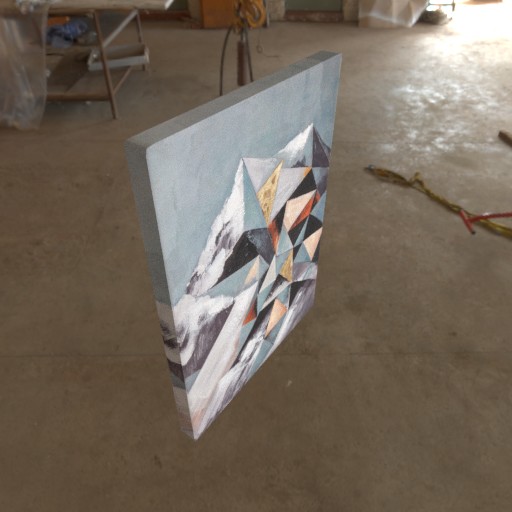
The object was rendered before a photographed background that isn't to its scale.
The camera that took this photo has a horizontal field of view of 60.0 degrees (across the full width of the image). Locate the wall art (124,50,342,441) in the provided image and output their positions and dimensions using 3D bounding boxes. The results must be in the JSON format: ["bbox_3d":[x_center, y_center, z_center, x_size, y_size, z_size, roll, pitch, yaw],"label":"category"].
[{"bbox_3d":[0.000,0.000,0.816,0.037,0.613,0.455,25,45,27],"label":"wall art"}]
